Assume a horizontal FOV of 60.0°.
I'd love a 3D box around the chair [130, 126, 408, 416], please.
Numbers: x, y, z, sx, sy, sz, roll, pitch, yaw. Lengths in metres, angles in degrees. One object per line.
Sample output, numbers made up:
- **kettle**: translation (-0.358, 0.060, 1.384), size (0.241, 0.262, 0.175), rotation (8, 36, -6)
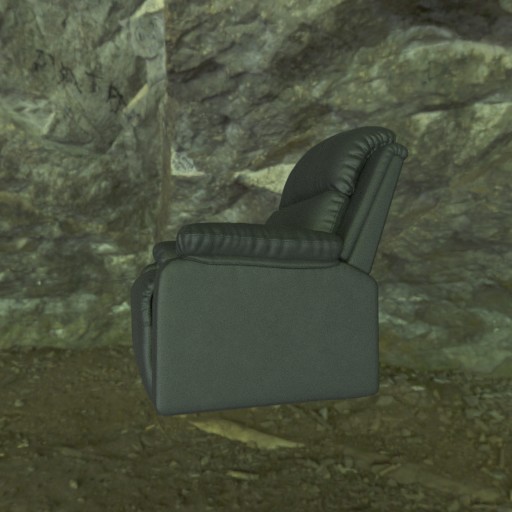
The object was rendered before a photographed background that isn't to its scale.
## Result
- **chair**: translation (0.000, 0.000, 1.714), size (0.919, 0.992, 0.855), rotation (1, -3, -19)
